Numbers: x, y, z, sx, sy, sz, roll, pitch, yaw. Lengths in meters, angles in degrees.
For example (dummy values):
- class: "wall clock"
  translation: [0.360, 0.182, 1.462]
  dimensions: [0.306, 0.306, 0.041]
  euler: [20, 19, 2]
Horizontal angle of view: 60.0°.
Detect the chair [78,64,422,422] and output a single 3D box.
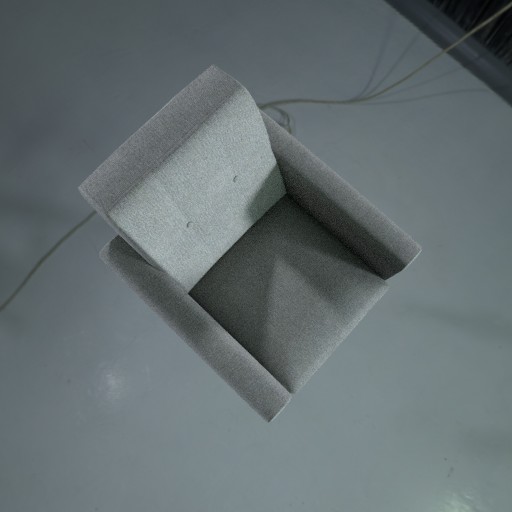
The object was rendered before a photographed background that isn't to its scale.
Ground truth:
- class: "chair"
  translation: [0.000, 0.000, 1.744]
  dimensions: [0.942, 0.968, 0.845]
  euler: [42, 80, 9]
